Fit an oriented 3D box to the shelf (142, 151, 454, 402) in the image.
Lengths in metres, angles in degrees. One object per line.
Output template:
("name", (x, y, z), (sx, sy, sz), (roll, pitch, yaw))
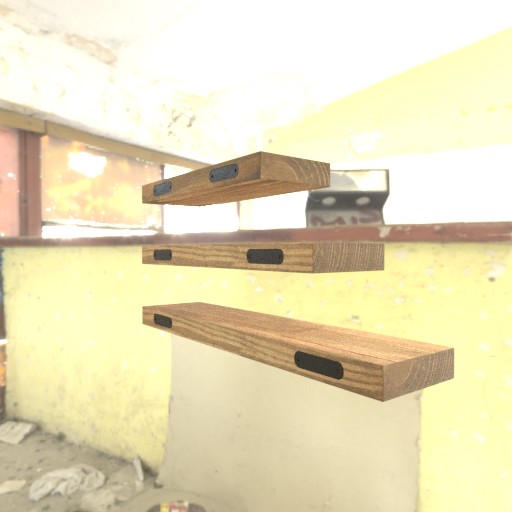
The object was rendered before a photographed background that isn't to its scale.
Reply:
("shelf", (0.000, 0.000, 0.735), (0.140, 0.293, 0.610), (0, 1, -37))
